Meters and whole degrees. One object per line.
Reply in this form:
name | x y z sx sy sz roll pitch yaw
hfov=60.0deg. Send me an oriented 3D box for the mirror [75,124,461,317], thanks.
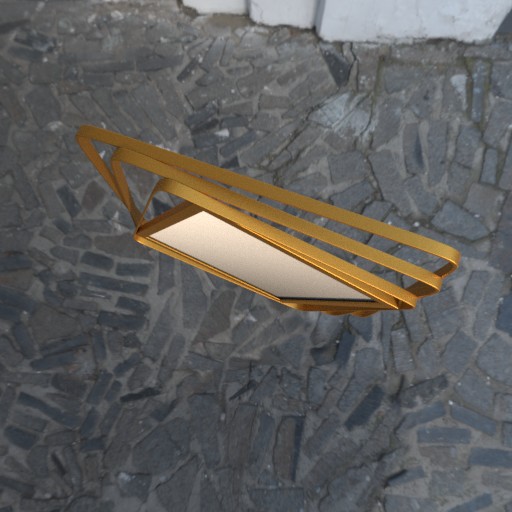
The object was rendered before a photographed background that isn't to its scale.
mirror | 0.000 0.000 0.702 0.470 0.468 0.045 19 76 5
